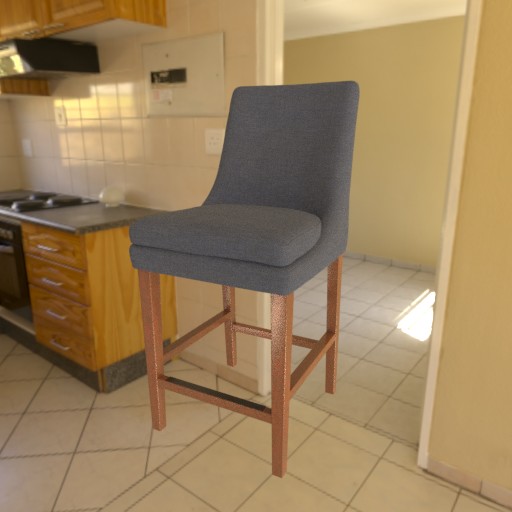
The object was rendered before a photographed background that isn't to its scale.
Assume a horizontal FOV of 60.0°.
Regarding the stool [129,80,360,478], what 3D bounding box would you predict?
[{"bbox_3d":[0.000,0.000,1.292,0.470,0.981,0.577,8,18,27],"label":"stool"}]
